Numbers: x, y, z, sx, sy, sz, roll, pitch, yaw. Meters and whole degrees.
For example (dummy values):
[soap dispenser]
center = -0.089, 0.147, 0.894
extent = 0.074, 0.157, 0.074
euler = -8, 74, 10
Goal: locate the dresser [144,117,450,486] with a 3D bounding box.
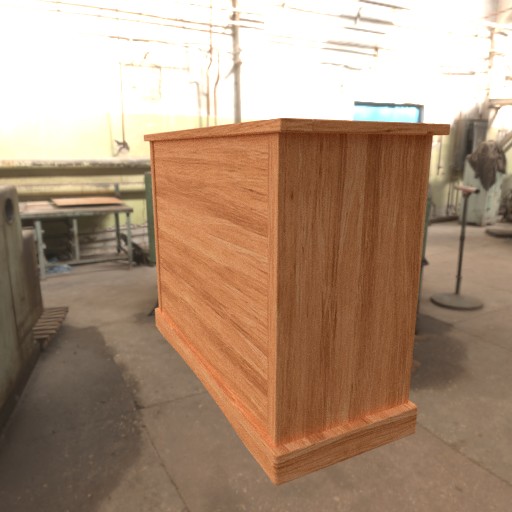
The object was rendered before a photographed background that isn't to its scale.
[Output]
[dresser]
center = 0.000, 0.000, 1.349
extent = 0.410, 0.740, 0.990
euler = -7, 15, -26
